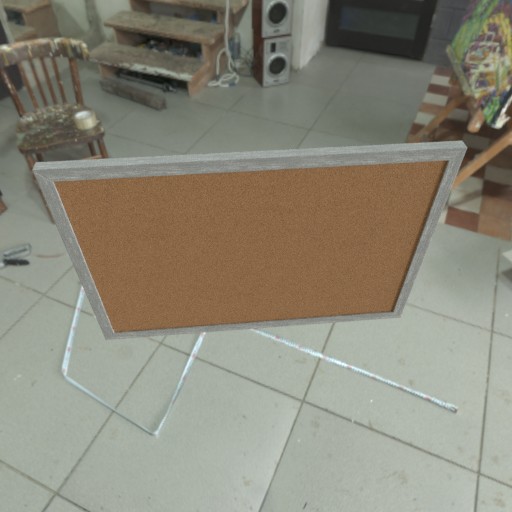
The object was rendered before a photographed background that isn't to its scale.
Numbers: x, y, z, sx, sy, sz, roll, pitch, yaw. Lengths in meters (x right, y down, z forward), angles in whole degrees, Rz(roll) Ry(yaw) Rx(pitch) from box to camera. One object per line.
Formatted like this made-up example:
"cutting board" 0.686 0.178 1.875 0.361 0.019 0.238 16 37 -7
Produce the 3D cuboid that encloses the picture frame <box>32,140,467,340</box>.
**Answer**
"picture frame" 0.000 0.000 1.205 0.950 0.640 0.029 -4 46 -4
